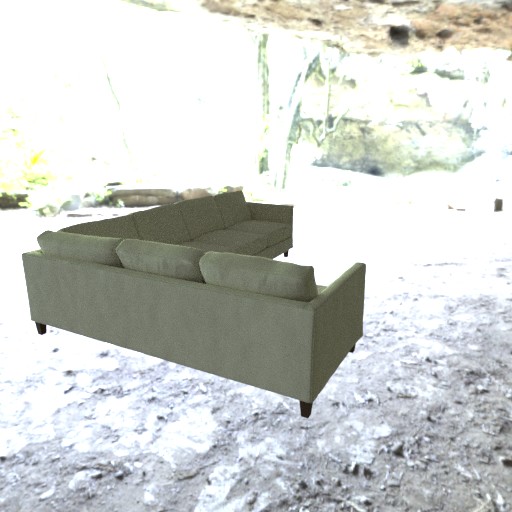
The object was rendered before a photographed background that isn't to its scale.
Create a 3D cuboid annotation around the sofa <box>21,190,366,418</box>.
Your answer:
[{"bbox_3d":[0.000,0.000,4.255,2.432,0.863,3.182,8,17,27],"label":"sofa"}]
